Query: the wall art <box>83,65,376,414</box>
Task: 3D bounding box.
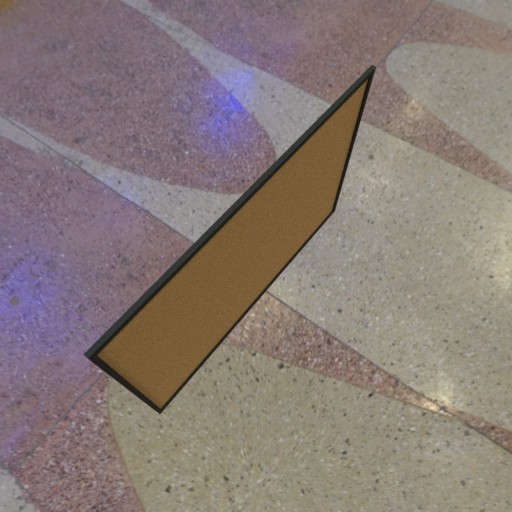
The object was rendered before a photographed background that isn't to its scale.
[{"bbox_3d":[0.000,0.000,1.253,0.013,0.665,0.963,35,68,17],"label":"wall art"}]
